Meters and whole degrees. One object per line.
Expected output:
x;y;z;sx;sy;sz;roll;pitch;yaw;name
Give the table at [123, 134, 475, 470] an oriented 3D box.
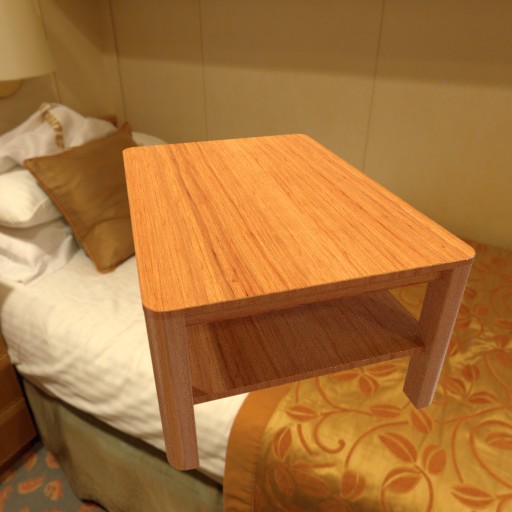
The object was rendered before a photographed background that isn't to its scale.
0.000;0.000;1.360;0.696;0.445;0.997;-9;31;-14;table
